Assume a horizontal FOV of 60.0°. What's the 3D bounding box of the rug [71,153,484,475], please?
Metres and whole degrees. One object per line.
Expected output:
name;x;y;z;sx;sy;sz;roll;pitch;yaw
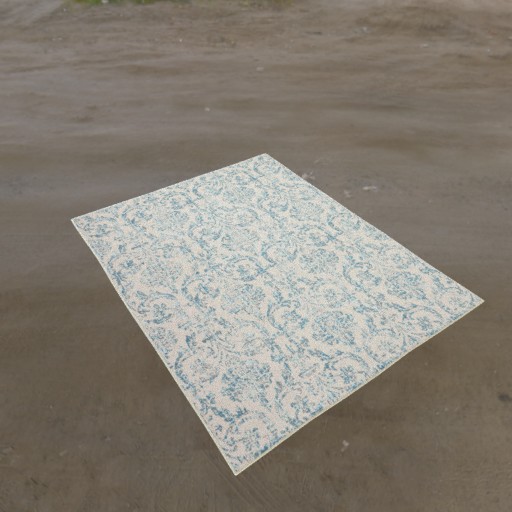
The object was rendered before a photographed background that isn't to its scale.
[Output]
rug;0.000;0.000;3.943;2.363;0.012;2.980;-25;47;-26
